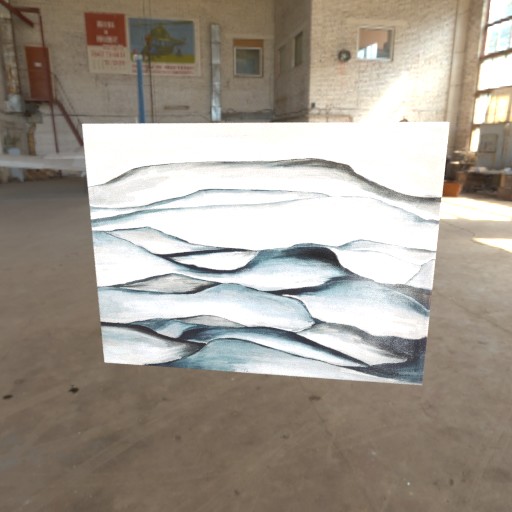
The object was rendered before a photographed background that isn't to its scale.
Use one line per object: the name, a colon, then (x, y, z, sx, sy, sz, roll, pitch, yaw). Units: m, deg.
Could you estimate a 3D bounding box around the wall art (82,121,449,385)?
wall art: (0.000, 0.000, 1.589, 1.219, 0.915, 0.039, 2, 15, 8)
